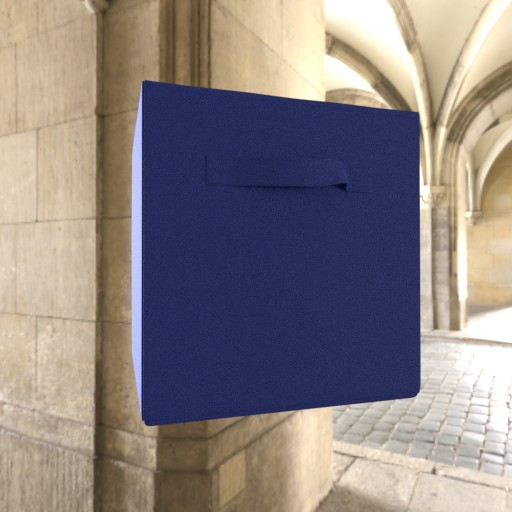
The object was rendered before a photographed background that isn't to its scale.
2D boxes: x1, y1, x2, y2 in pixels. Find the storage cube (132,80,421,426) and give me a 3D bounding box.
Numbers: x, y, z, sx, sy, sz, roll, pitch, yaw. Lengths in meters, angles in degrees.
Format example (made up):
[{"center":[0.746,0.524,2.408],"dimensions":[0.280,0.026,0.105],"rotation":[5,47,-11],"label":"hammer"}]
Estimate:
[{"center":[0.000,0.000,0.505],"dimensions":[0.270,0.280,0.270],"rotation":[0,-1,-17],"label":"storage cube"}]
